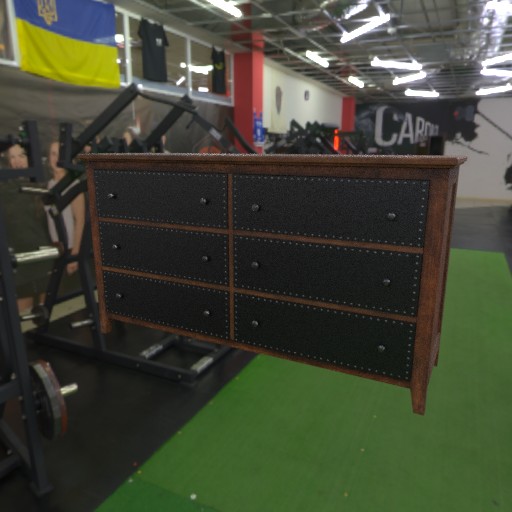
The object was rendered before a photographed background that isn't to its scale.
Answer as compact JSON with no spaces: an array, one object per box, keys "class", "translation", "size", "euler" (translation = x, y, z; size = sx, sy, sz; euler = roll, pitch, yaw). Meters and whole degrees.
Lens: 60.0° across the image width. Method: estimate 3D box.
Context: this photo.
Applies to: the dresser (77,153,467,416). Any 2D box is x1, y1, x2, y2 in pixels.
[{"class":"dresser","translation":[0.000,0.000,1.916],"size":[1.551,0.856,0.463],"euler":[7,16,27]}]
